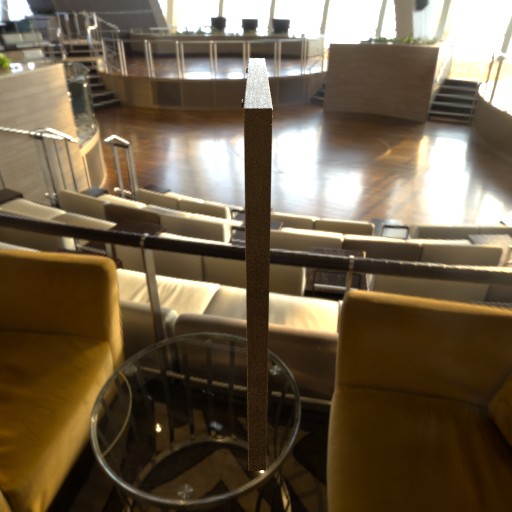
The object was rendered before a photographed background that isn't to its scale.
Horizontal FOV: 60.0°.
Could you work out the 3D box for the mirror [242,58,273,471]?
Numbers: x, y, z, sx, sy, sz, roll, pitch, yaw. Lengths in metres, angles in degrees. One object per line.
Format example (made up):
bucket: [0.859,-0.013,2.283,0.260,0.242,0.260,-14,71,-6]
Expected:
mirror: [0.000,0.000,0.935,0.040,0.710,0.507,0,30,0]
